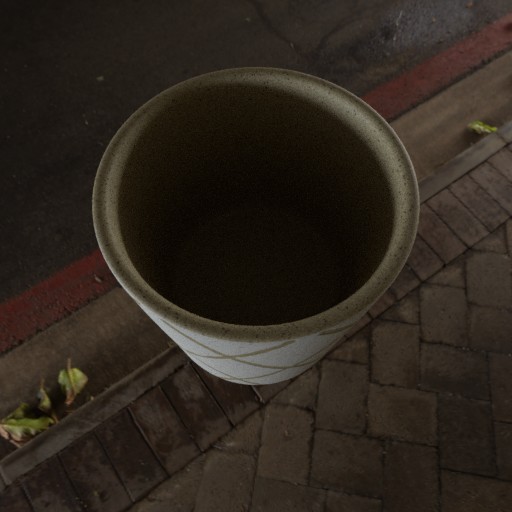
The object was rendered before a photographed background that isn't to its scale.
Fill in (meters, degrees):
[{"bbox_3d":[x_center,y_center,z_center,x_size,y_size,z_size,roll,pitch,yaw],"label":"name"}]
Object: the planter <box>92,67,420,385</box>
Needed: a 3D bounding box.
[{"bbox_3d":[0.000,0.000,0.349,0.191,0.199,0.191,0,64,0],"label":"planter"}]
